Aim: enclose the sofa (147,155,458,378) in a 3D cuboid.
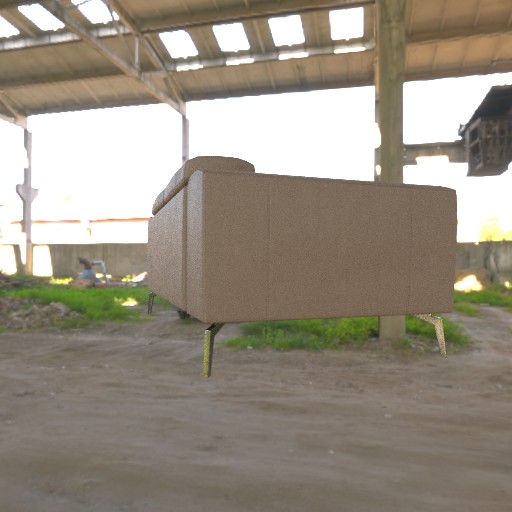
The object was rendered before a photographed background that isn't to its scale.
[{"bbox_3d":[0.000,0.000,2.385,1.003,0.779,1.895,0,-1,-19],"label":"sofa"}]
